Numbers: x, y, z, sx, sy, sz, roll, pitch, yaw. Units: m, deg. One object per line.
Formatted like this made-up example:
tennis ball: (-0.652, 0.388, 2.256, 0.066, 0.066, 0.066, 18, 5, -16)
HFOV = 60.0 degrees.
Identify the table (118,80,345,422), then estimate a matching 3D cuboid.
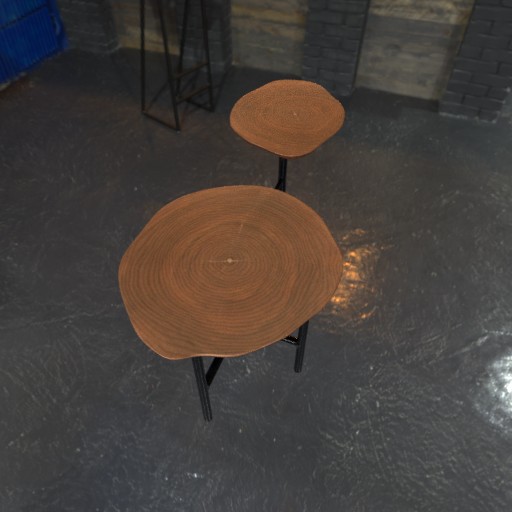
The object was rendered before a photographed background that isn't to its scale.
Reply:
table: (0.000, 0.000, 1.081, 0.442, 0.538, 0.759, 17, 49, 15)
